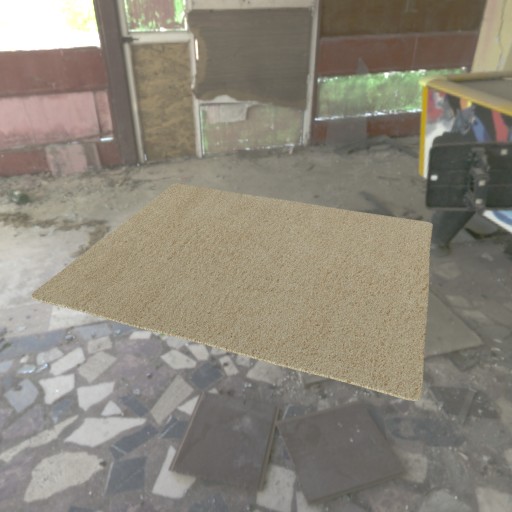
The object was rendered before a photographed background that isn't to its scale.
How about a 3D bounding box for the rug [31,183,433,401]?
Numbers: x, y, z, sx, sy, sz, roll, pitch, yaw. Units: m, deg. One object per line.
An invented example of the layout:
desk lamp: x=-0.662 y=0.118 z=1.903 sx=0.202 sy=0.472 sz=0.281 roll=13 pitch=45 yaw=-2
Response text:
rug: x=0.000 y=0.000 z=4.049 sx=3.001 sy=0.025 sz=2.401 roll=11 pitch=34 yaw=17
